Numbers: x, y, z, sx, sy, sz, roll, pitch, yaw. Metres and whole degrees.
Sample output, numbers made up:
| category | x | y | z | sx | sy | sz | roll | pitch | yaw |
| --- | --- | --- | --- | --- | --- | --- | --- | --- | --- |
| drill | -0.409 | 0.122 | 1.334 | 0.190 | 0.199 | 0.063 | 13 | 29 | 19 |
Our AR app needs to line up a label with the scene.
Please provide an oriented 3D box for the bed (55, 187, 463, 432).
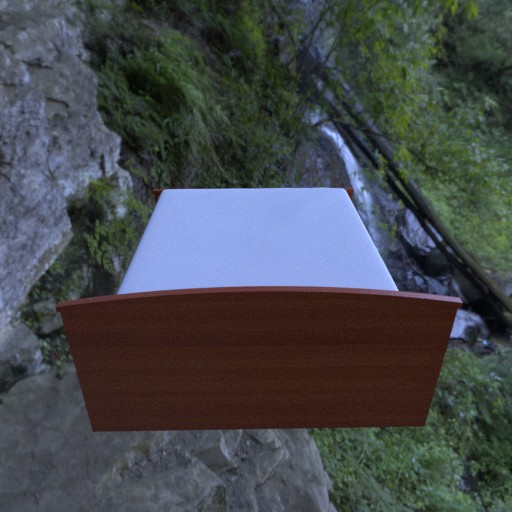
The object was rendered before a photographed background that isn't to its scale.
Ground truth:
| category | x | y | z | sx | sy | sz | roll | pitch | yaw |
| --- | --- | --- | --- | --- | --- | --- | --- | --- | --- |
| bed | 0.000 | 0.000 | 2.895 | 1.683 | 0.848 | 2.053 | -1 | 30 | -1 |
